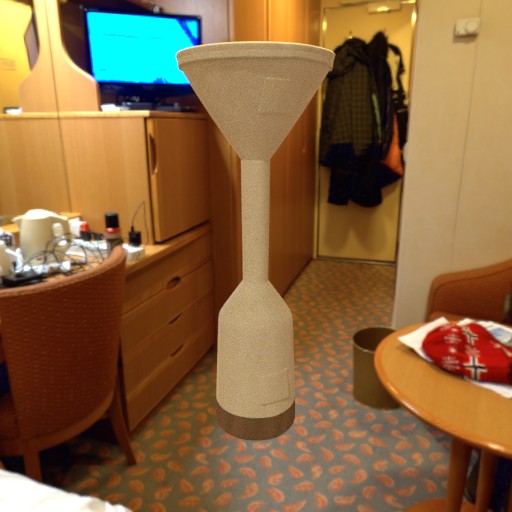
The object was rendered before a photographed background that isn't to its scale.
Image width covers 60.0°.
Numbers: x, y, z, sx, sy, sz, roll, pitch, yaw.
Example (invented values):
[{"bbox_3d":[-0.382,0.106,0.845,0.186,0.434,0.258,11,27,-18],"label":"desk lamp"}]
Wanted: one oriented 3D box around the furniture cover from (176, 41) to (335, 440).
[{"bbox_3d":[0.000,0.000,2.896,0.914,2.413,0.914,-8,18,-27],"label":"furniture cover"}]
